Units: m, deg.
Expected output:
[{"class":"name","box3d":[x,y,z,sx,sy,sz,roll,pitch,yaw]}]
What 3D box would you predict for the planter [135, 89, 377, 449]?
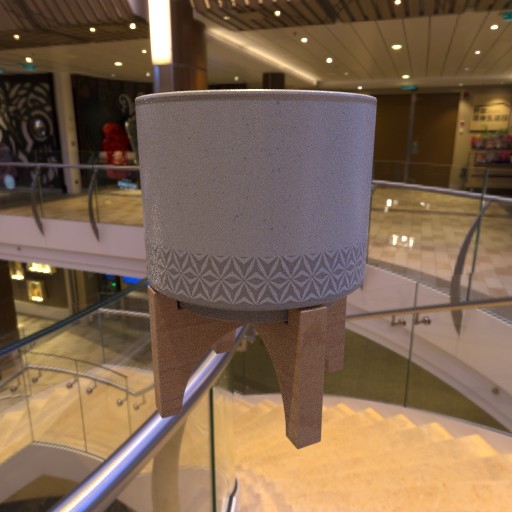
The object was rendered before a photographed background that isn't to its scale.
[{"class":"planter","box3d":[0.000,0.000,0.269,0.130,0.178,0.130,0,15,0]}]
